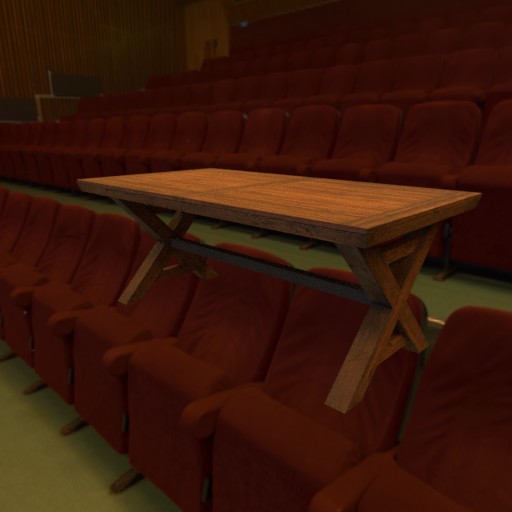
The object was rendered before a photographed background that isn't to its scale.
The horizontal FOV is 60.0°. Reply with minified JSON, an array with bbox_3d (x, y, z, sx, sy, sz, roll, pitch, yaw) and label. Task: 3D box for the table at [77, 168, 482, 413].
[{"bbox_3d":[0.000,0.000,2.508,1.966,0.793,1.071,15,22,41],"label":"table"}]
